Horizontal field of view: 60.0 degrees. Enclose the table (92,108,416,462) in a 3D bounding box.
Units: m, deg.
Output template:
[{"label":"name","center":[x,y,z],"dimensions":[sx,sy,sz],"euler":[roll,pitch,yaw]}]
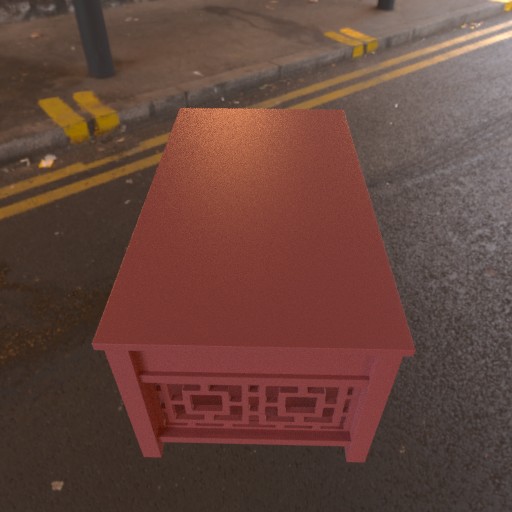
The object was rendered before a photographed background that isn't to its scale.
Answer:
[{"label":"table","center":[0.000,0.000,1.381],"dimensions":[0.612,0.493,1.068],"euler":[1,41,1]}]
